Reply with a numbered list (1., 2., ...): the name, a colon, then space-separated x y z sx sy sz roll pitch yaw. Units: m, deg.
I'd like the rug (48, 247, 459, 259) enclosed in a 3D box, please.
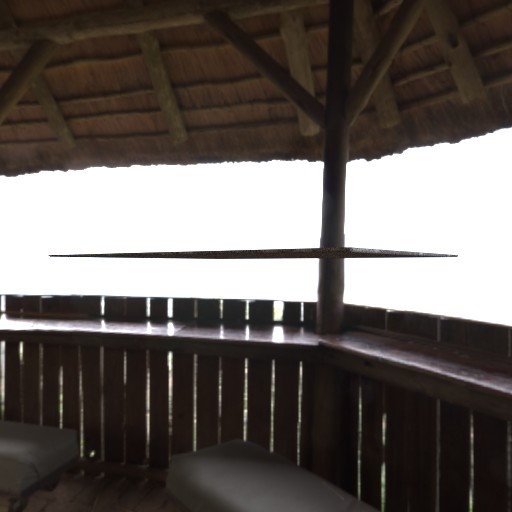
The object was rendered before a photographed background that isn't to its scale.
1. rug: 0.000 0.000 4.114 3.000 0.026 2.399 -1 -1 37
